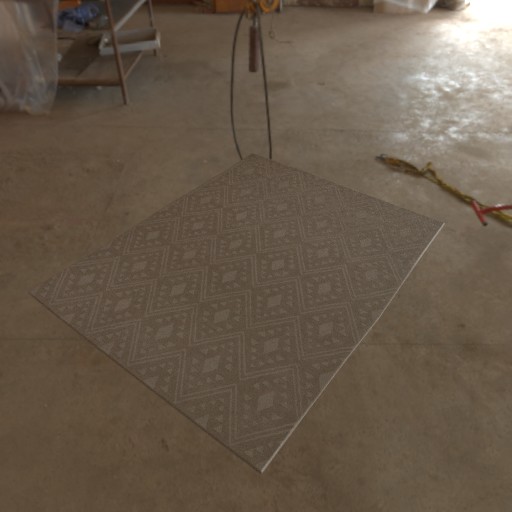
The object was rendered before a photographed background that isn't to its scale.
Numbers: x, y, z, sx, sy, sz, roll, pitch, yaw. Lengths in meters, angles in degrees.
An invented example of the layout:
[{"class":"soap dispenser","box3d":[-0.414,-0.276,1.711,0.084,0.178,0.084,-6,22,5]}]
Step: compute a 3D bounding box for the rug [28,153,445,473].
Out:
[{"class":"rug","box3d":[0.000,0.000,3.980,2.399,0.054,3.011,26,47,27]}]
